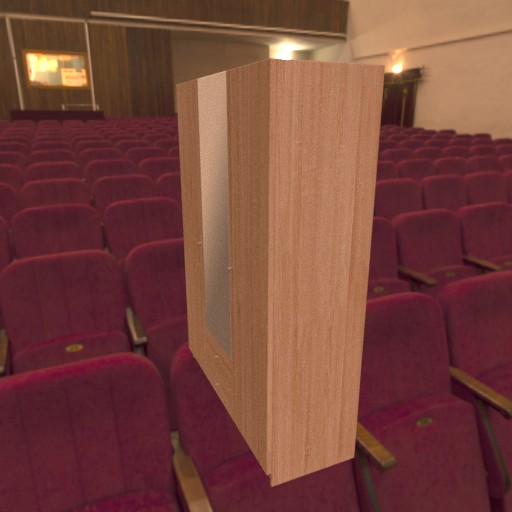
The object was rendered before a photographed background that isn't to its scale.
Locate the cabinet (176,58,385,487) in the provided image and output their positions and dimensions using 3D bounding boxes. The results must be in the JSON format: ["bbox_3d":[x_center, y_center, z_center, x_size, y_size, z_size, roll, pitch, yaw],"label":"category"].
[{"bbox_3d":[0.000,0.000,2.819,0.590,2.120,1.500,-7,19,-23],"label":"cabinet"}]
